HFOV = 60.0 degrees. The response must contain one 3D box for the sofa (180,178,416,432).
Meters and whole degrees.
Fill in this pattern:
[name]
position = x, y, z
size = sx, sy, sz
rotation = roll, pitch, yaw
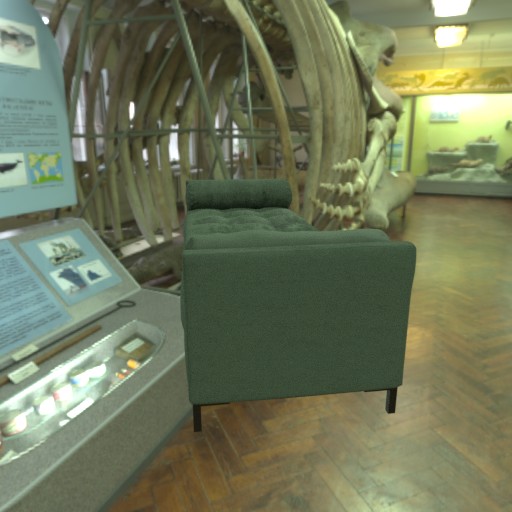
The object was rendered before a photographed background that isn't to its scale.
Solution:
[sofa]
position = 0.000, 0.000, 2.491
size = 0.817, 0.681, 2.130
rotation = -2, 16, -8
